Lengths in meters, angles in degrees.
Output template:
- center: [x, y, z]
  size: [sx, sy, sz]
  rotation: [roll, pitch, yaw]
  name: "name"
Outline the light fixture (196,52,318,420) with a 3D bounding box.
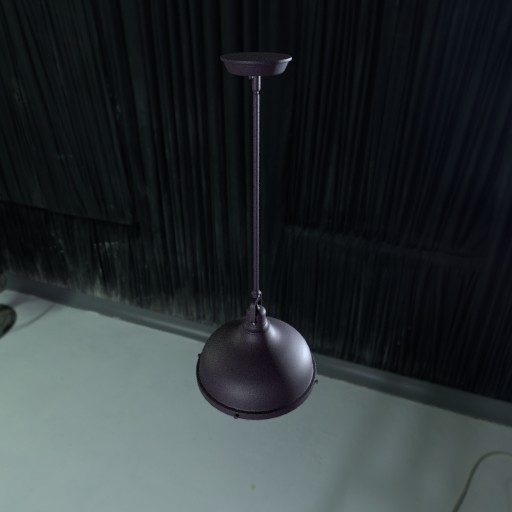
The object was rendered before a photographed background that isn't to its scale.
- center: [0.000, 0.000, 1.027]
  size: [0.341, 0.849, 0.341]
  rotation: [9, 32, 14]
  name: "light fixture"
